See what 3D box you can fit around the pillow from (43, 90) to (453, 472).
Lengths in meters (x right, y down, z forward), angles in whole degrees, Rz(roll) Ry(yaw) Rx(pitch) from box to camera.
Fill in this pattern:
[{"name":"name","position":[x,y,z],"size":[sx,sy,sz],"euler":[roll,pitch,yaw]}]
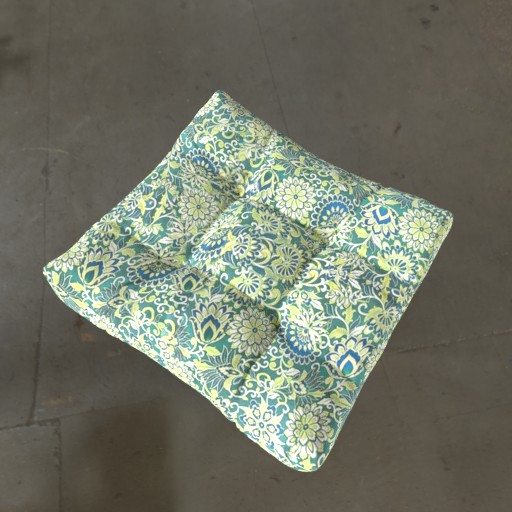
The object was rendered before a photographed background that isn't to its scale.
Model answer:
[{"name":"pillow","position":[0.000,0.000,0.723],"size":[0.490,0.128,0.468],"euler":[31,68,14]}]
